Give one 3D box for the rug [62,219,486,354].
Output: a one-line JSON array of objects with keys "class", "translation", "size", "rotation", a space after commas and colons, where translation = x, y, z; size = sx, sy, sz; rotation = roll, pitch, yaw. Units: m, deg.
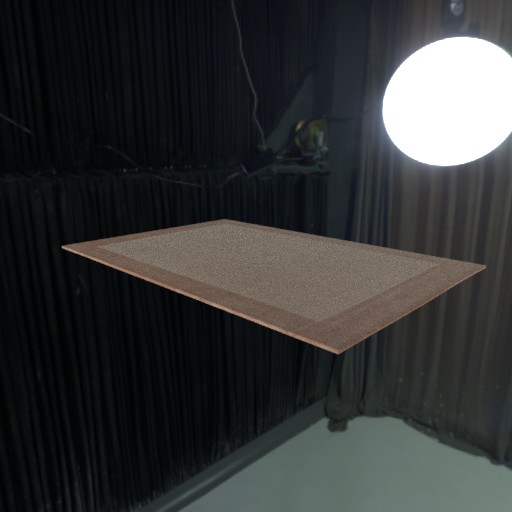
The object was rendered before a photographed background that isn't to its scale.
[{"class": "rug", "translation": [0.000, 0.000, 2.272], "size": [1.829, 0.014, 1.219], "rotation": [14, 20, 42]}]
